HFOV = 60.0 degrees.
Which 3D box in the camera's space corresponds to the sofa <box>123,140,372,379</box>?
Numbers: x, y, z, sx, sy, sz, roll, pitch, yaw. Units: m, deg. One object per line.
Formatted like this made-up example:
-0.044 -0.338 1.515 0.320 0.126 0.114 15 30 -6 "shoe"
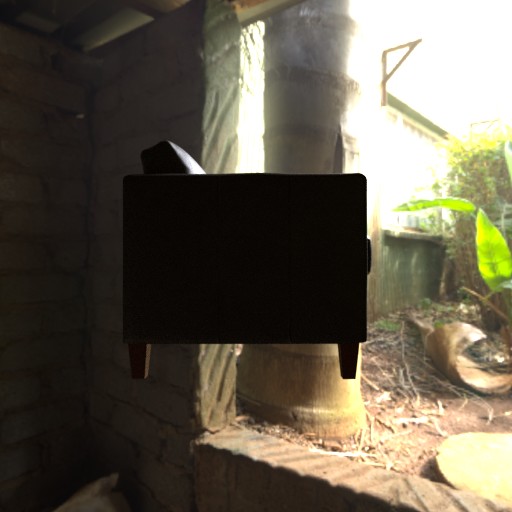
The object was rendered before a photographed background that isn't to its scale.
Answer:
0.000 0.000 2.956 1.045 1.006 2.464 0 0 1 "sofa"
